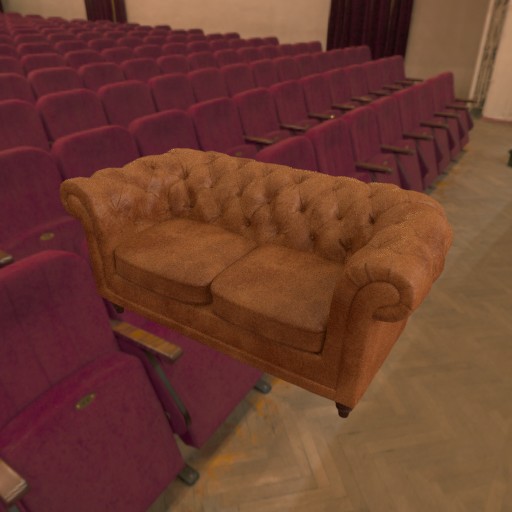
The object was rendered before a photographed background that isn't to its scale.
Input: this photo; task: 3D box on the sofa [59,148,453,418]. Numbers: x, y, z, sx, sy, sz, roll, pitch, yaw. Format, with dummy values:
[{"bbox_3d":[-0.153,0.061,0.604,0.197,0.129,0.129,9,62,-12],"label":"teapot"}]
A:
[{"bbox_3d":[0.000,0.000,2.507,1.979,0.877,1.042,17,33,29],"label":"sofa"}]
